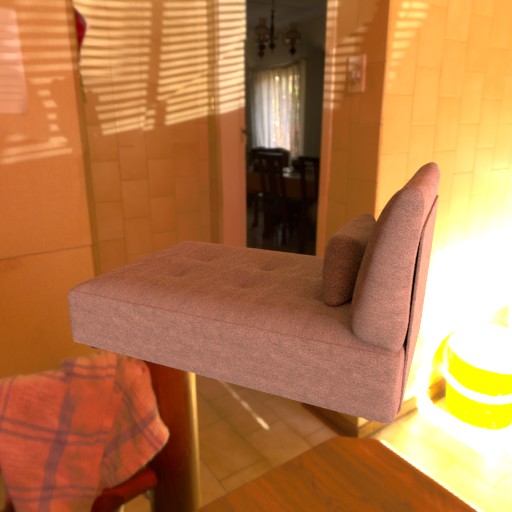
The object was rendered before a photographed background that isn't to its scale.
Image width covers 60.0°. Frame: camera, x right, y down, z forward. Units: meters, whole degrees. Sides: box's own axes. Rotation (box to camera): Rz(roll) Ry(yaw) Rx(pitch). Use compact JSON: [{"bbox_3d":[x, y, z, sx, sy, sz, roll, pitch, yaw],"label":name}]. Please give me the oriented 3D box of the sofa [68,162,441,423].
[{"bbox_3d":[0.000,0.000,2.015,1.450,0.820,0.930,8,18,24],"label":"sofa"}]
